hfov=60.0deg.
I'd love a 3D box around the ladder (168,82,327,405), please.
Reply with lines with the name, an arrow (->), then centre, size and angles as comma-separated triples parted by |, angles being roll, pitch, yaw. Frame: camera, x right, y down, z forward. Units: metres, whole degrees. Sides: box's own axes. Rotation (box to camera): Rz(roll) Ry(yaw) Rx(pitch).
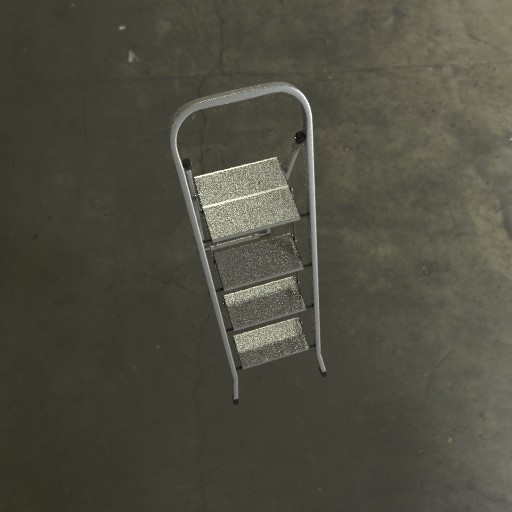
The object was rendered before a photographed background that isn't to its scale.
ladder -> 0.000, 0.000, 1.683 | 0.465, 1.290, 0.830 | -15, 66, -7
